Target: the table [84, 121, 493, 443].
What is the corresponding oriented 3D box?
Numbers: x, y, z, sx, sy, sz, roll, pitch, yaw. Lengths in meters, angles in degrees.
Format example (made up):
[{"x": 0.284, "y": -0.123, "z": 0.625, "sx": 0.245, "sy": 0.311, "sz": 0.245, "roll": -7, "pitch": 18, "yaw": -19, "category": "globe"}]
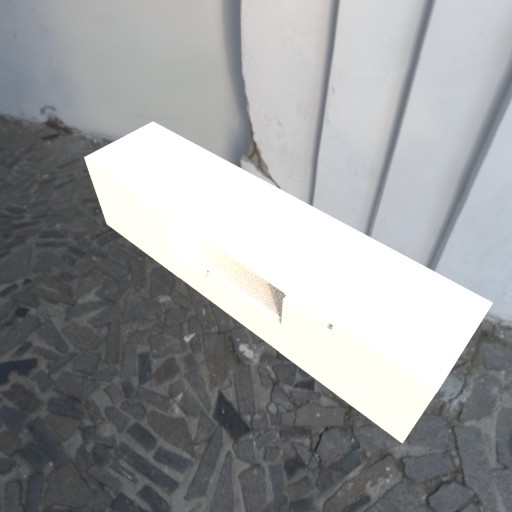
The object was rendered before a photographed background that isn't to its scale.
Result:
[{"x": 0.000, "y": 0.000, "z": 1.826, "sx": 1.650, "sy": 0.420, "sz": 0.390, "roll": 33, "pitch": 55, "yaw": 26, "category": "table"}]
